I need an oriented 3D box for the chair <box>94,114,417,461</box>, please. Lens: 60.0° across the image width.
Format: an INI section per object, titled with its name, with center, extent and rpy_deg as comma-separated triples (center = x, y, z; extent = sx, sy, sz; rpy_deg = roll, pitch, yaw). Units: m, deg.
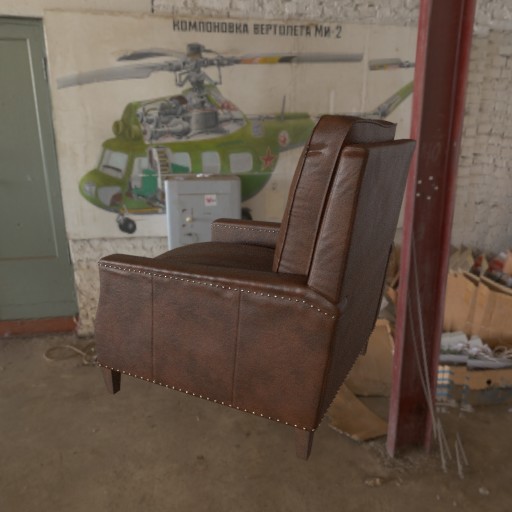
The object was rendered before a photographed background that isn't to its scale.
[chair]
center = 0.000, 0.000, 1.770
extent = 1.035, 1.054, 0.854
rpy_deg = 8, 18, 26
